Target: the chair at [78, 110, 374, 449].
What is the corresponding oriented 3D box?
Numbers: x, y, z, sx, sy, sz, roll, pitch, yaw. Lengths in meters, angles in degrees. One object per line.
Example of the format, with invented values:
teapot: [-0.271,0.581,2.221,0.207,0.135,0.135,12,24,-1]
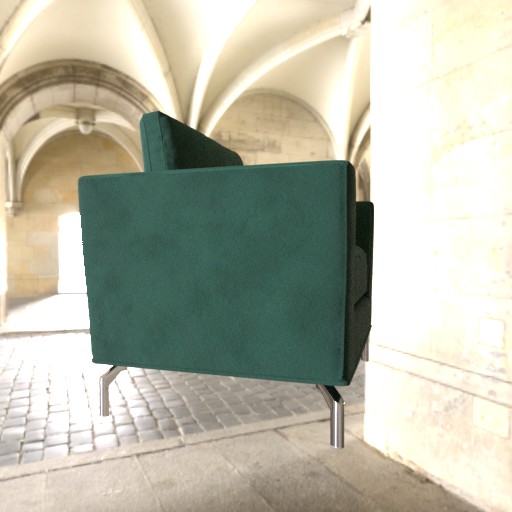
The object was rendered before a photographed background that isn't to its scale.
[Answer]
chair: [0.000,0.000,1.746,0.852,0.997,1.047,0,1,18]
